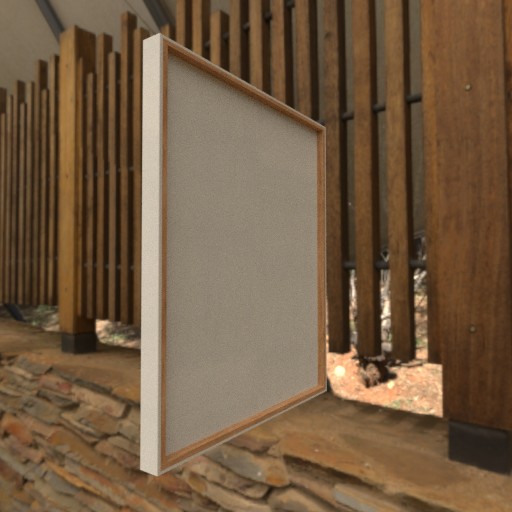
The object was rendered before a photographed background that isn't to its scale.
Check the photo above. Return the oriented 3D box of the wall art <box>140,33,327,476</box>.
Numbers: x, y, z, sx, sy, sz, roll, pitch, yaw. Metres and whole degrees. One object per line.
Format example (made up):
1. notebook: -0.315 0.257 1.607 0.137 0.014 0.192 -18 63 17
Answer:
1. wall art: 0.000 0.000 0.821 0.037 0.606 0.508 -1 -2 35
